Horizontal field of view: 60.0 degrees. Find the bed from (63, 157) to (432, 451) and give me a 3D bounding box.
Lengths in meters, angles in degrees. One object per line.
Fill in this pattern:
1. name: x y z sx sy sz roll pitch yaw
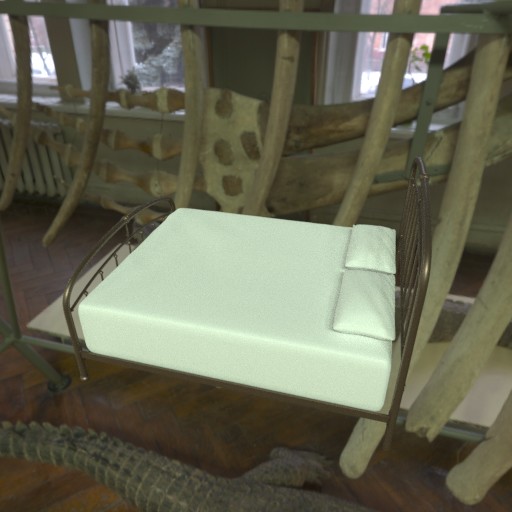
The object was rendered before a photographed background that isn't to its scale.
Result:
1. bed: 0.000 0.000 3.275 2.168 1.475 1.711 8 31 13
